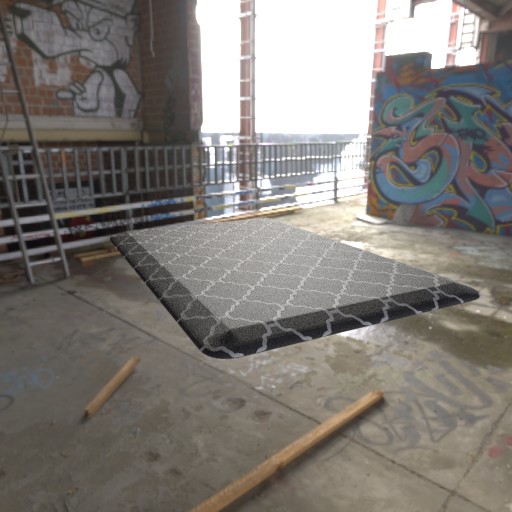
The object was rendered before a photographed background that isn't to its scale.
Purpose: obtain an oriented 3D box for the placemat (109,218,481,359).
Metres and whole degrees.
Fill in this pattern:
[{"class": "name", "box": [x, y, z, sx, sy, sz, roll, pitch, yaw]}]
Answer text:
[{"class": "placemat", "box": [0.000, 0.000, 0.967, 0.508, 0.021, 0.762, -8, 17, -26]}]
